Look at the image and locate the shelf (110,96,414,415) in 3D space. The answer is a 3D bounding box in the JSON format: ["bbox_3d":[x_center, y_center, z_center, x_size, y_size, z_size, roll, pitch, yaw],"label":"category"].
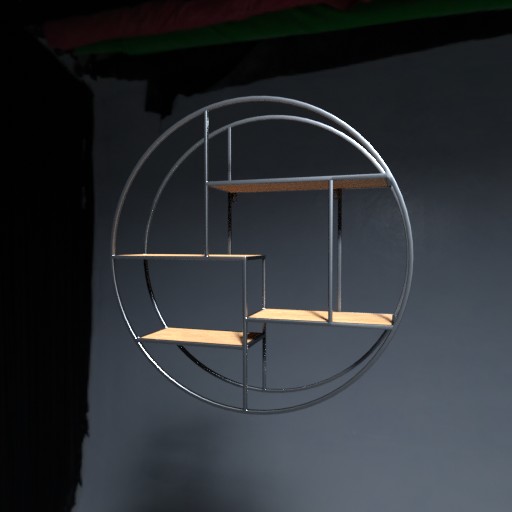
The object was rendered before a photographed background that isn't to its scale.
[{"bbox_3d":[0.000,0.000,1.334,0.888,0.888,0.202,0,2,18],"label":"shelf"}]
